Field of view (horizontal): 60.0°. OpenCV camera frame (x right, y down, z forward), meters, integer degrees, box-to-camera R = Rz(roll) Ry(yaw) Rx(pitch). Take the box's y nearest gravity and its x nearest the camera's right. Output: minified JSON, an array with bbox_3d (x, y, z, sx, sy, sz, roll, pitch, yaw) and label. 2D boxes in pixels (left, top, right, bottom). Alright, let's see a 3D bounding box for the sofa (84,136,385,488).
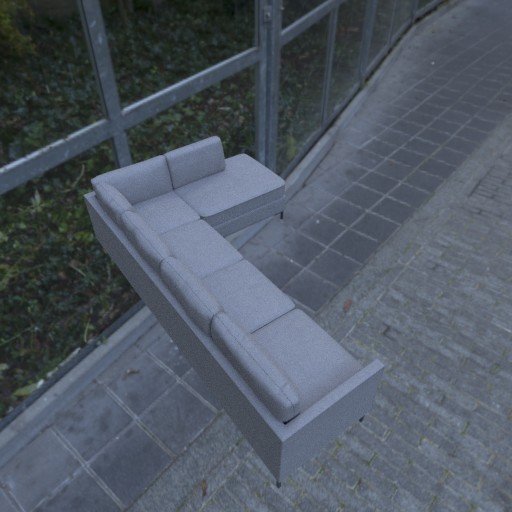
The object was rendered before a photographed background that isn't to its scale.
[{"bbox_3d":[0.000,0.000,4.264,2.077,0.964,3.331,-26,48,-26],"label":"sofa"}]
